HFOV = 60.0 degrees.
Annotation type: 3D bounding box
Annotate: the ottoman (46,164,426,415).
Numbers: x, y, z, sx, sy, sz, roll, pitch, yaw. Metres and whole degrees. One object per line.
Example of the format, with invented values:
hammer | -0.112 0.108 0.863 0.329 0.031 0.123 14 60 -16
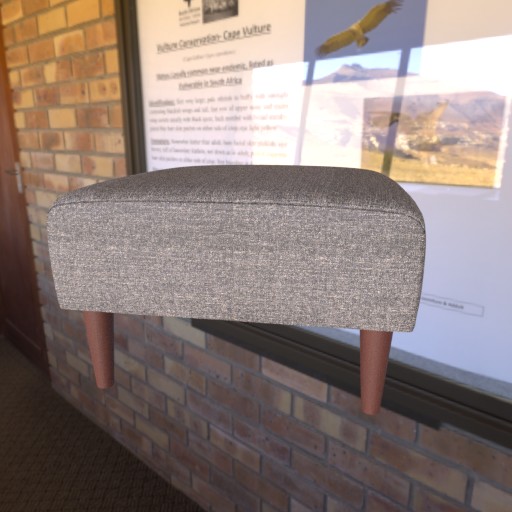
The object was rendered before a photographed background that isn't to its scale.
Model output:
ottoman | 0.000 0.000 1.041 0.648 0.399 0.655 3 15 9
